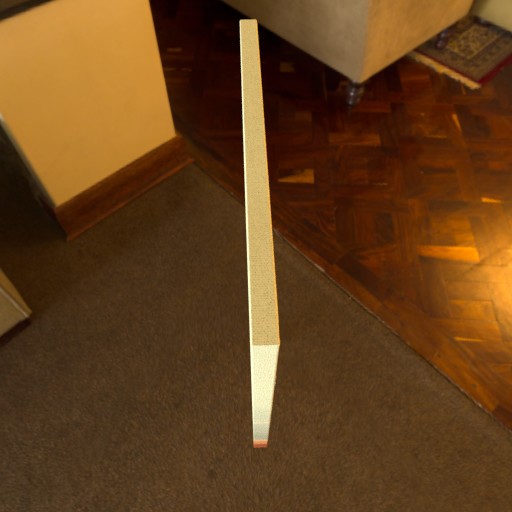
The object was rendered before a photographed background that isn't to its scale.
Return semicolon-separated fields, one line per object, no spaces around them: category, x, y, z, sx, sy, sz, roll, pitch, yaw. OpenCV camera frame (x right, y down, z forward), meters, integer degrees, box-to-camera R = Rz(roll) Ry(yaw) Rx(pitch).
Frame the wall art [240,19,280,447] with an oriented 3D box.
wall art;0.000;0.000;0.874;0.034;0.605;0.605;-2;57;-1
